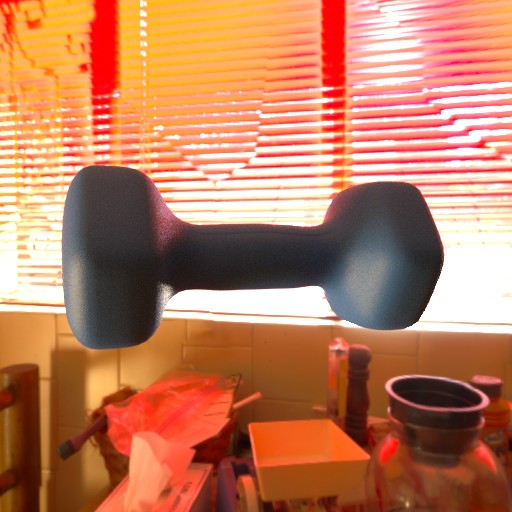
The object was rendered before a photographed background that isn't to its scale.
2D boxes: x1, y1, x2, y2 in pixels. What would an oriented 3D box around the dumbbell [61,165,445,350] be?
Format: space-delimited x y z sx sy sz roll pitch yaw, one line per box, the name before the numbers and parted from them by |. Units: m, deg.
dumbbell | 0.000 0.000 0.264 0.212 0.093 0.103 0 1 -17
